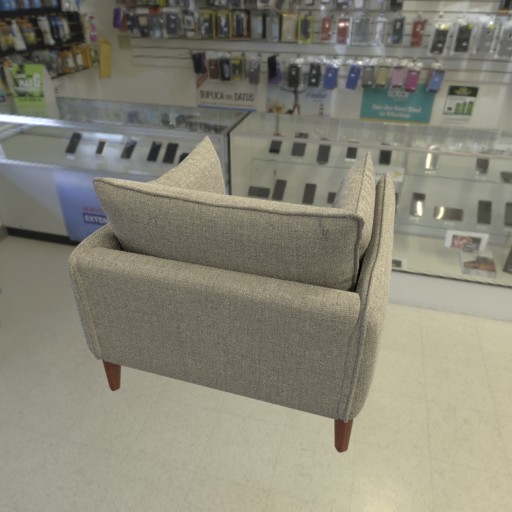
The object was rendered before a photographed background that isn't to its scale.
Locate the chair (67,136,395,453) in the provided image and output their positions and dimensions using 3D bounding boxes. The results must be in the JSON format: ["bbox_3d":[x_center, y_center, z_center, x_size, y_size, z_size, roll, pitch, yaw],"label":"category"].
[{"bbox_3d":[0.000,0.000,1.702,0.993,0.839,0.976,9,34,15],"label":"chair"}]
